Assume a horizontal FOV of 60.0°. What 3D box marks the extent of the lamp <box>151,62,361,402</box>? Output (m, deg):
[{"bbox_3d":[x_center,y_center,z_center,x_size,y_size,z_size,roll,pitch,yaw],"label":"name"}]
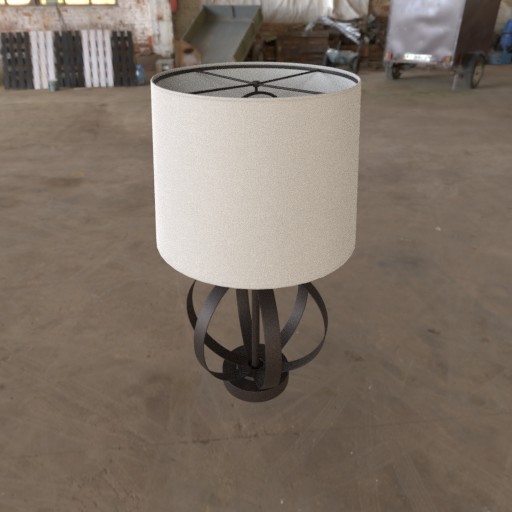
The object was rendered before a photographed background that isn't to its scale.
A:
[{"bbox_3d":[0.000,0.000,0.671,0.286,0.510,0.286,0,31,0],"label":"lamp"}]
